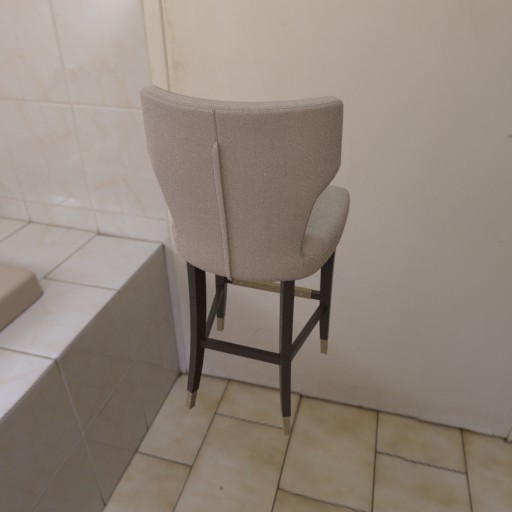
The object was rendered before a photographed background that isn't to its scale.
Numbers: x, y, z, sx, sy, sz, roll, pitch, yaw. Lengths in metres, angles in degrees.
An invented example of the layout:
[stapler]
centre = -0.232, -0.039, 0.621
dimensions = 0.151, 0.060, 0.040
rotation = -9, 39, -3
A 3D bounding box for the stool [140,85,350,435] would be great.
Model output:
[stool]
centre = 0.000, 0.000, 1.450
dimensions = 0.526, 1.092, 0.563
rotation = 9, 33, 15
